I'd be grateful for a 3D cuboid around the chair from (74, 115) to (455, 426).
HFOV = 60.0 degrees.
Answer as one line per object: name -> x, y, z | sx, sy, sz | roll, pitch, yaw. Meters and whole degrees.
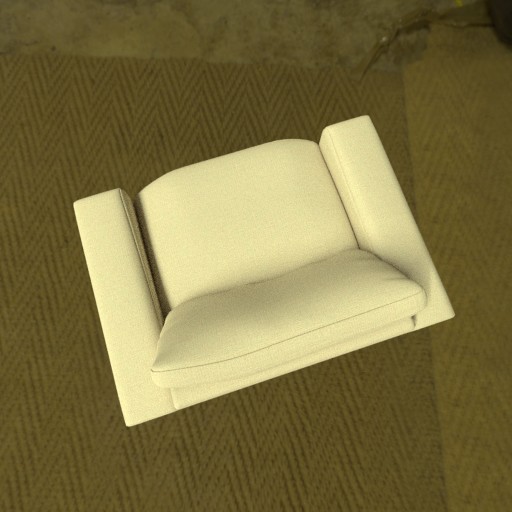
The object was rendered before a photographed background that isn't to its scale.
chair -> 0.000, 0.000, 1.978 | 1.398, 0.915, 1.039 | -17, 77, -4
